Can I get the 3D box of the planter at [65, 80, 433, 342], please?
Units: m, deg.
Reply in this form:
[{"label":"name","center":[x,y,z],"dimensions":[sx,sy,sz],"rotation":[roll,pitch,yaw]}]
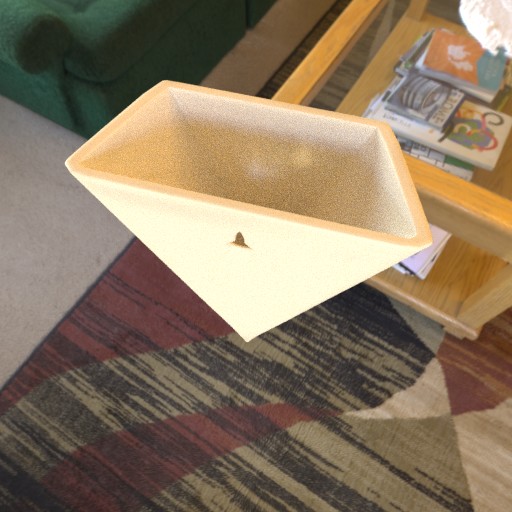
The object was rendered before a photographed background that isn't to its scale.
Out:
[{"label":"planter","center":[0.000,0.000,0.272],"dimensions":[0.150,0.197,0.060],"rotation":[13,64,6]}]
